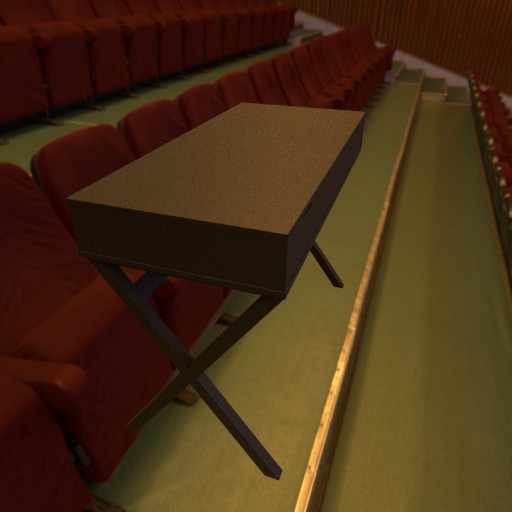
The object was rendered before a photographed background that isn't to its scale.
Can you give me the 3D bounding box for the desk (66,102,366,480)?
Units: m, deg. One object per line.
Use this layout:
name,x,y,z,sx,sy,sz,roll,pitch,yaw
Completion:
desk,0.000,0.000,1.522,0.504,0.780,1.057,10,32,17
